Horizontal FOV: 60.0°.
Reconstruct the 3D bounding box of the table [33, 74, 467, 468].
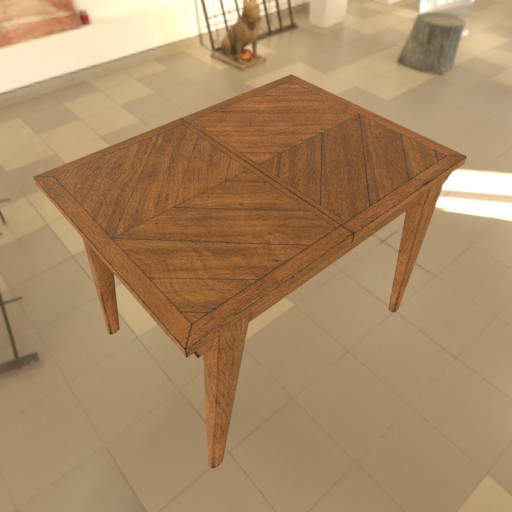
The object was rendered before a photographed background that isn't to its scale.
[{"bbox_3d":[0.000,0.000,1.572,1.027,0.760,0.757,-32,54,-27],"label":"table"}]
